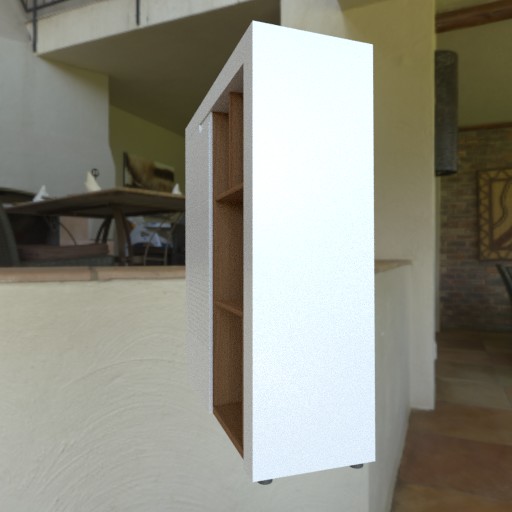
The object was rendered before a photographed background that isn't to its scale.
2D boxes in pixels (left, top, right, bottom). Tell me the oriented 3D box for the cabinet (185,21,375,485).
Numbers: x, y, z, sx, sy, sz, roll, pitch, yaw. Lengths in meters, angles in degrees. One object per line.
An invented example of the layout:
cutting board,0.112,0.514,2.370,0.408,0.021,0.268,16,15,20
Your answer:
cabinet,0.000,0.000,1.604,0.348,1.150,0.990,0,0,-18
